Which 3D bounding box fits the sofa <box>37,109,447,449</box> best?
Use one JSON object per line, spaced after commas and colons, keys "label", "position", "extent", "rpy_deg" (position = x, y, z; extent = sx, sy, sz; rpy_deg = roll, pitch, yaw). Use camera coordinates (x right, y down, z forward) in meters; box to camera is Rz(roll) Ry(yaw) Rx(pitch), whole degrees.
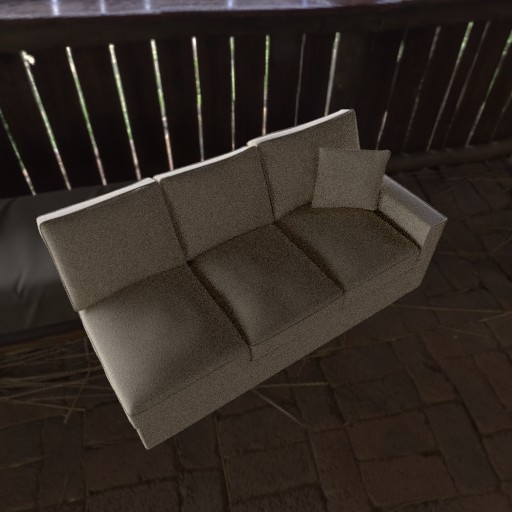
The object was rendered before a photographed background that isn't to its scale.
{"label": "sofa", "position": [0.000, 0.000, 2.520], "extent": [1.963, 0.946, 1.034], "rpy_deg": [-25, 51, -22]}
